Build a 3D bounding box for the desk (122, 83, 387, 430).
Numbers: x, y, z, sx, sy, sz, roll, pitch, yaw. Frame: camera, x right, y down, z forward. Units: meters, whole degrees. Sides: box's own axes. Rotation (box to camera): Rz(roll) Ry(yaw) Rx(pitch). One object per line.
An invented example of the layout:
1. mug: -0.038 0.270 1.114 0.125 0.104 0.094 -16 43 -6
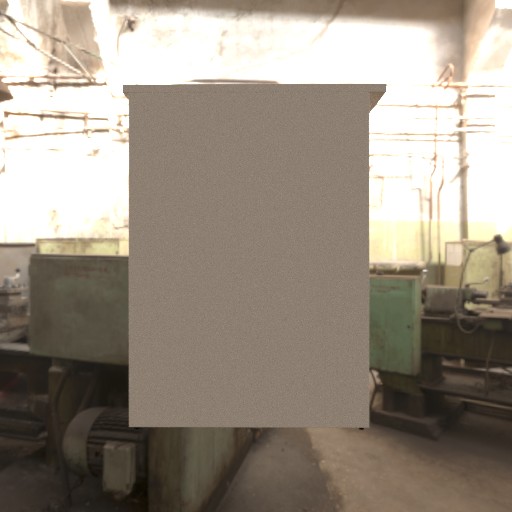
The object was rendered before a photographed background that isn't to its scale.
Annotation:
1. desk: 0.000 0.000 1.488 0.560 0.735 1.097 0 0 0
